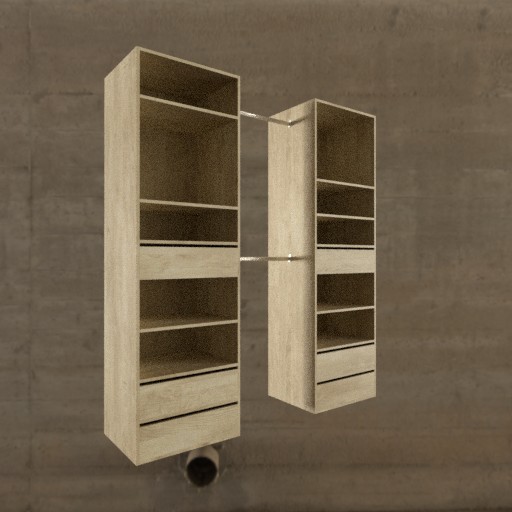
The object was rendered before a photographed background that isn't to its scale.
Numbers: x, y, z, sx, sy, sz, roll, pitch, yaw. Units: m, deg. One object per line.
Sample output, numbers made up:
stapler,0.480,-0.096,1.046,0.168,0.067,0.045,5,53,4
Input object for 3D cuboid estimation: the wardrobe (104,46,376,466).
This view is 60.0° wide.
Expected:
wardrobe,0.000,0.000,2.830,1.770,2.000,0.480,0,0,-36
